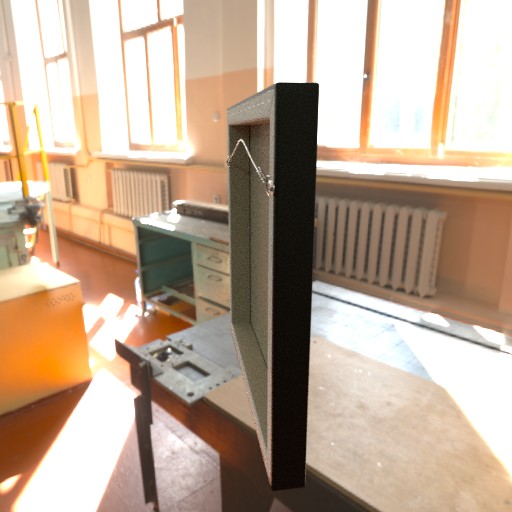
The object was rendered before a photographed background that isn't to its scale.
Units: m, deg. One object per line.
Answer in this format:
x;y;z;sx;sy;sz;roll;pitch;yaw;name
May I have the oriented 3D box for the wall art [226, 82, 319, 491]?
0.000;0.000;0.608;0.041;0.407;0.406;-3;16;-9;wall art
